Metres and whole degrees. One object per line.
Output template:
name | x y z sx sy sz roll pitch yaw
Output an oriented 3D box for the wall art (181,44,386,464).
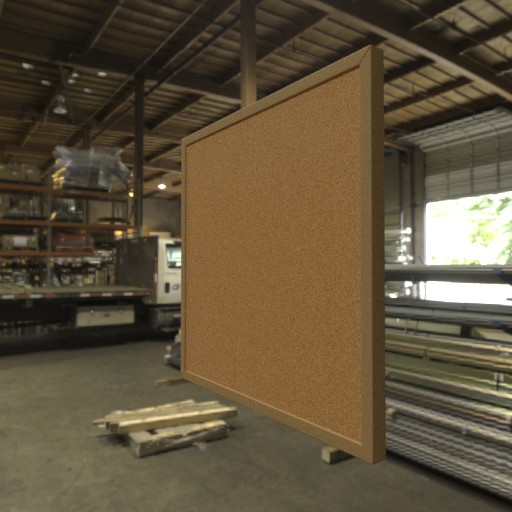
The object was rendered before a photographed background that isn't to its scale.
wall art | 0.000 0.000 1.120 0.037 0.761 0.761 1 -1 -36
